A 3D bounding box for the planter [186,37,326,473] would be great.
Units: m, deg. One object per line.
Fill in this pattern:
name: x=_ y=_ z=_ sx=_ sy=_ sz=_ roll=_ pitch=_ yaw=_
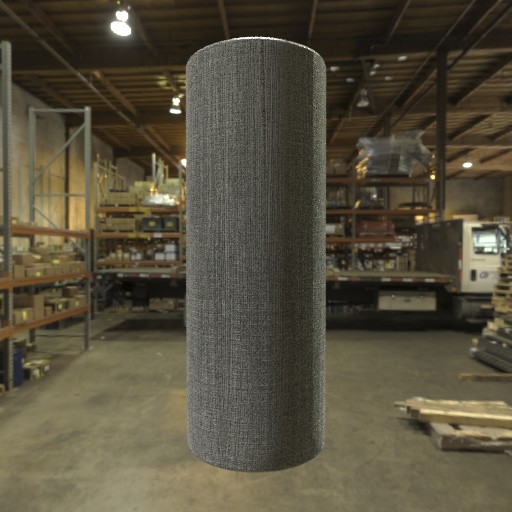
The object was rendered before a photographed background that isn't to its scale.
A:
planter: x=0.000 y=0.000 z=0.322 sx=0.100 sy=0.270 sz=0.100 roll=0 pitch=1 yaw=1
